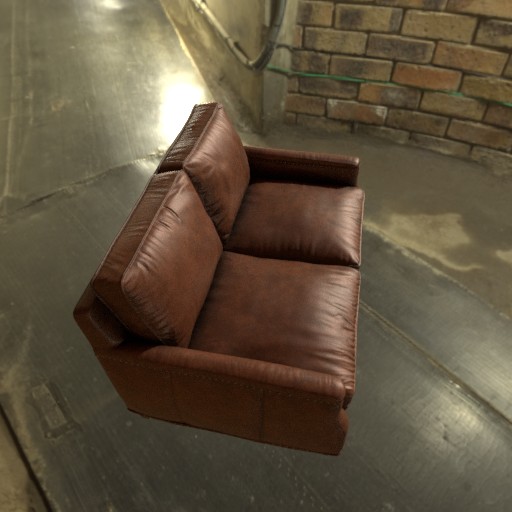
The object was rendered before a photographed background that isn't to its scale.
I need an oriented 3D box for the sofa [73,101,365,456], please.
[{"bbox_3d":[0.000,0.000,2.286,1.083,1.003,1.628,8,47,8],"label":"sofa"}]
